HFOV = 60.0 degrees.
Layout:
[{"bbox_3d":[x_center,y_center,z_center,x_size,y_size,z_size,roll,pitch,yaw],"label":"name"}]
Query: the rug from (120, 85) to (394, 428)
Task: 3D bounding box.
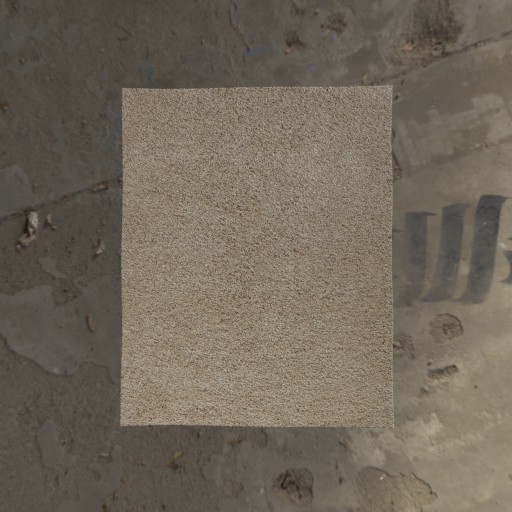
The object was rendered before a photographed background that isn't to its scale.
[{"bbox_3d":[0.000,0.000,3.916,2.400,0.025,3.000,0,89,1],"label":"rug"}]
